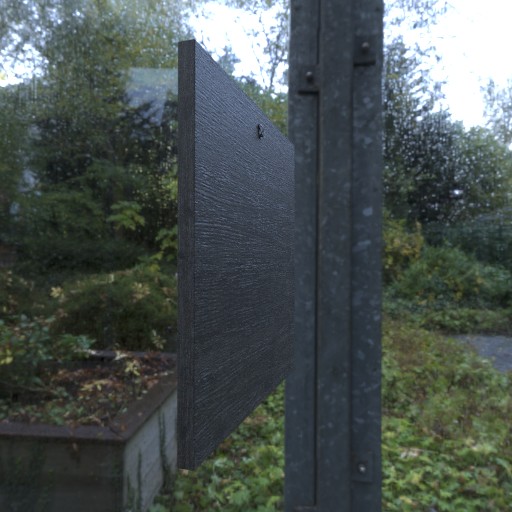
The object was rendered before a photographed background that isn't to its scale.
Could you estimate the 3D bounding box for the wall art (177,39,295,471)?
[{"bbox_3d":[0.000,0.000,0.692,0.027,0.459,0.462,0,-1,18],"label":"wall art"}]
